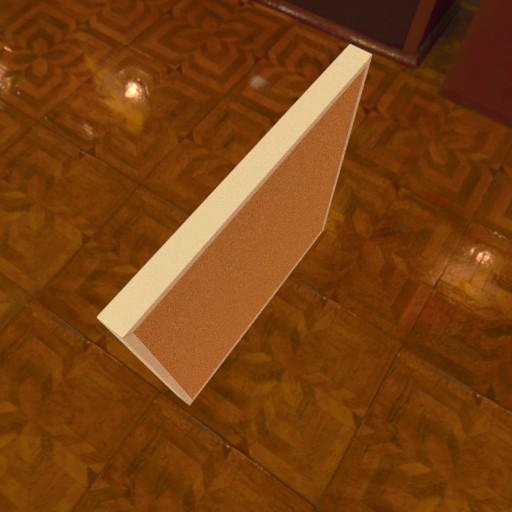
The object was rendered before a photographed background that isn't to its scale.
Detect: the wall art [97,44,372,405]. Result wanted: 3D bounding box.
[{"bbox_3d":[0.000,0.000,0.771,0.037,0.508,0.508,33,69,15],"label":"wall art"}]
